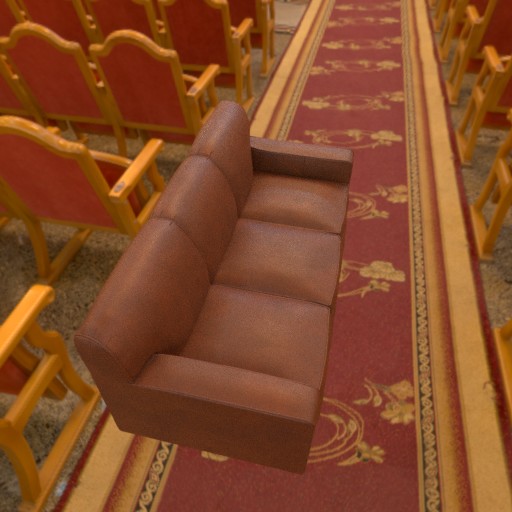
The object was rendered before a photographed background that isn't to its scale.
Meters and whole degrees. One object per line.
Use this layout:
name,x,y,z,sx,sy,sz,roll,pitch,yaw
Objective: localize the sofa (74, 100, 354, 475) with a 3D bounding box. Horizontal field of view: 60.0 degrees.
sofa,0.000,0.000,2.576,1.008,0.953,2.039,9,46,9
